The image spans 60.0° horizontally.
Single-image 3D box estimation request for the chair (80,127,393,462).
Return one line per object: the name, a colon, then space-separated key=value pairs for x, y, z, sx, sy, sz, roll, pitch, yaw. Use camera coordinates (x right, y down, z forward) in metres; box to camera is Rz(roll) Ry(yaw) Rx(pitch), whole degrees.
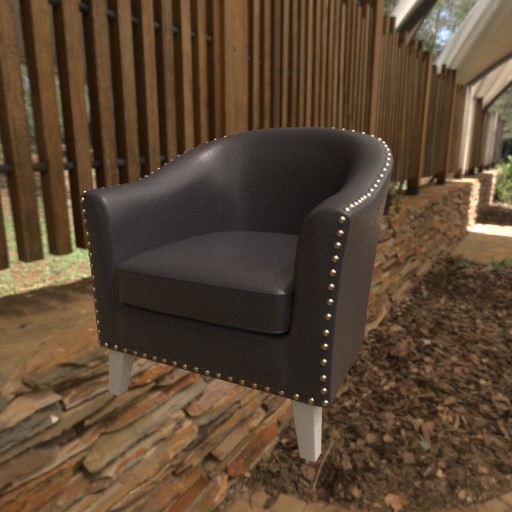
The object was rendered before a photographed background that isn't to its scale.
chair: x=0.000 y=0.000 z=1.429 sx=0.794 sy=0.823 sz=0.748 roll=7 pitch=16 yaw=27
